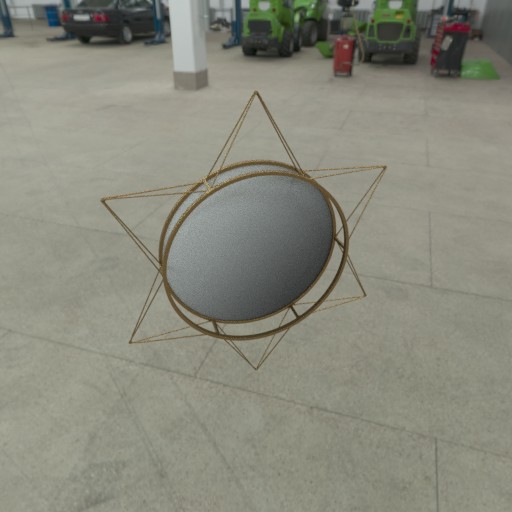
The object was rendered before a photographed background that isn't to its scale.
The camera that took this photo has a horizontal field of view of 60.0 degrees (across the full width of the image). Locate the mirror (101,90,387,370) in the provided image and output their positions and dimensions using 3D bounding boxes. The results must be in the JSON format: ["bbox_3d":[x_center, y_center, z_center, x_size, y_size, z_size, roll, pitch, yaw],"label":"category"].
[{"bbox_3d":[0.000,0.000,0.816,0.498,0.581,0.062,-9,32,-15],"label":"mirror"}]
